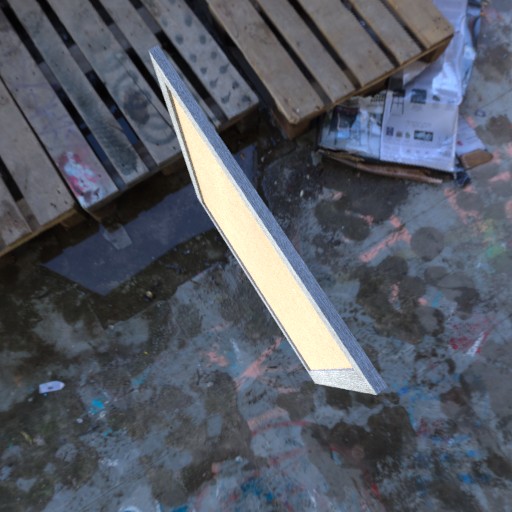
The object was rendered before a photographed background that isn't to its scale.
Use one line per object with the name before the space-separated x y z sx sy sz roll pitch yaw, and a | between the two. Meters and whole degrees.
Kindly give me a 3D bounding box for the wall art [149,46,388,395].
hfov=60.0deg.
wall art | 0.000 0.000 1.040 0.020 0.685 0.685 -31 77 -8
